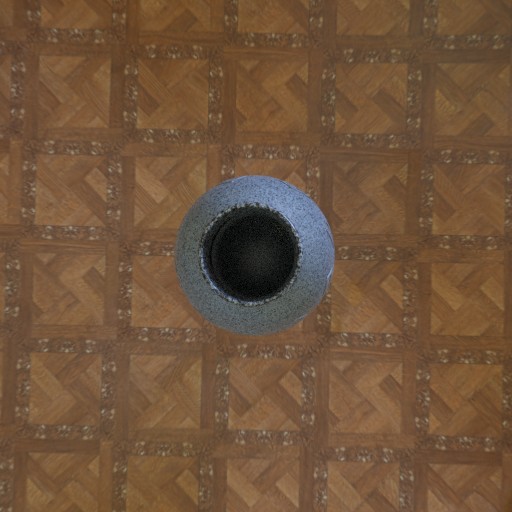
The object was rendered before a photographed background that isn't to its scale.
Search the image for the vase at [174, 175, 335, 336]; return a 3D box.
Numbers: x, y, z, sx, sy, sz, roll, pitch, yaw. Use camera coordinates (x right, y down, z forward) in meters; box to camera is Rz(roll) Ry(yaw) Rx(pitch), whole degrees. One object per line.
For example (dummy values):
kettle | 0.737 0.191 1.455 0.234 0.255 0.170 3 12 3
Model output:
vase | 0.000 0.000 0.355 0.122 0.282 0.122 0 90 1
